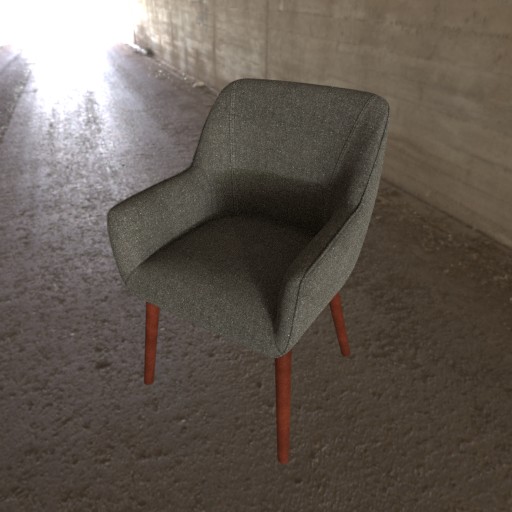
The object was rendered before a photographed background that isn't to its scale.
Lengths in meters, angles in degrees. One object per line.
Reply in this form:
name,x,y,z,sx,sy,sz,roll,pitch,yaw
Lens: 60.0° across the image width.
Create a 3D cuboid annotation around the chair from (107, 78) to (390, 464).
chair,0.000,0.000,1.182,0.543,0.803,0.519,19,36,28
